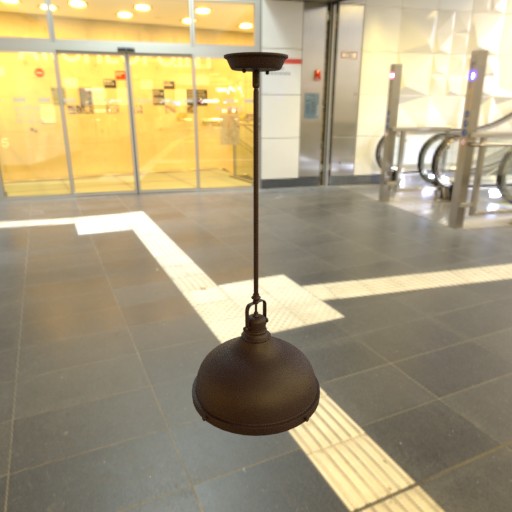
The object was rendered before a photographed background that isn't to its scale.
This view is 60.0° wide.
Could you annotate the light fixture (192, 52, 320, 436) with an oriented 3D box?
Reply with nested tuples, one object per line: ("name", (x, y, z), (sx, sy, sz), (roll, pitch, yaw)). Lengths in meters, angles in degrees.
("light fixture", (0.000, 0.000, 1.026), (0.341, 0.849, 0.341), (-17, 25, -42))
